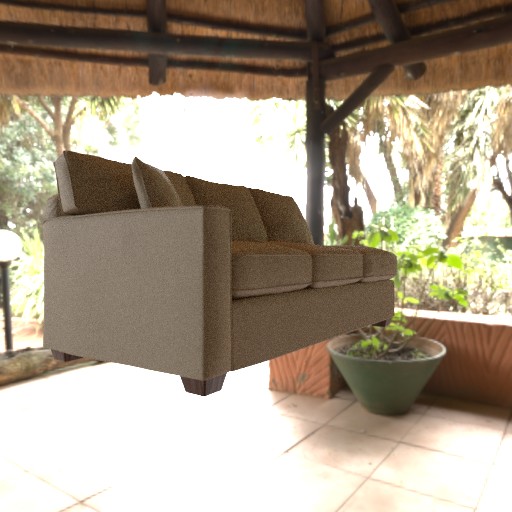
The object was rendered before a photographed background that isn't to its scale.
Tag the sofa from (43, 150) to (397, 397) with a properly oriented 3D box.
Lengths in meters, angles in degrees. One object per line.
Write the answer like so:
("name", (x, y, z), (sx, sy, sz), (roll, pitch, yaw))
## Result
("sofa", (0.000, 0.000, 2.519), (1.034, 0.946, 1.962), (0, 0, 35))
